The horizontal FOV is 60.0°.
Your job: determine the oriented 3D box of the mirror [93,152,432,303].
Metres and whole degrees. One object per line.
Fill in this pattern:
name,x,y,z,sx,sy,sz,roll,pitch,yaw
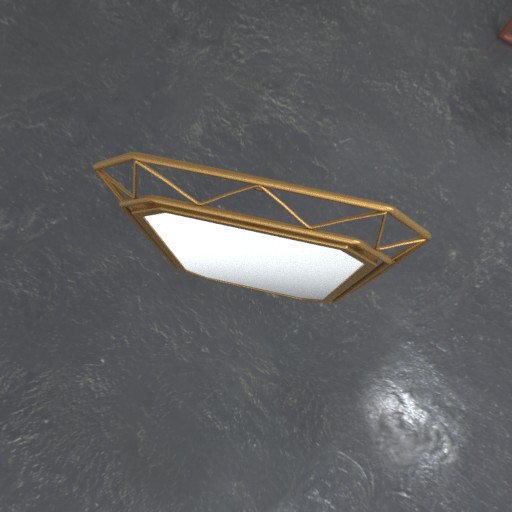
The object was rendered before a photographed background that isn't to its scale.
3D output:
mirror,0.000,0.000,0.731,0.417,0.566,0.042,12,77,3
